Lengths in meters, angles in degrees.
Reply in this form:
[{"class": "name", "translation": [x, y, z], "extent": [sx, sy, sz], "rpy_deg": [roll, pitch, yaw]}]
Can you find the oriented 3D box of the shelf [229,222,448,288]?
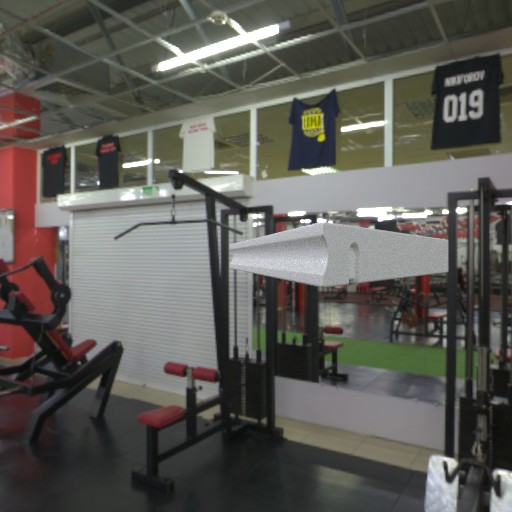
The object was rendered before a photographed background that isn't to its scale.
[{"class": "shelf", "translation": [0.000, 0.000, 0.436], "extent": [0.296, 0.035, 0.296], "rpy_deg": [0, 0, 35]}]
